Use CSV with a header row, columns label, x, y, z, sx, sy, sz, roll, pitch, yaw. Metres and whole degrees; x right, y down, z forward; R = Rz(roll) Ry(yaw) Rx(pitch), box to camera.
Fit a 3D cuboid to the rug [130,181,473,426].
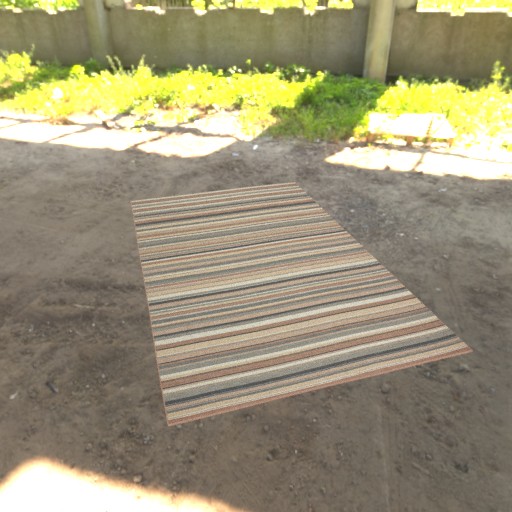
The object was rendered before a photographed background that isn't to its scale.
label,x,y,z,sx,sy,sz,roll,pitch,yaw
rug,0.000,0.000,3.033,1.523,0.014,2.438,-9,32,-15
